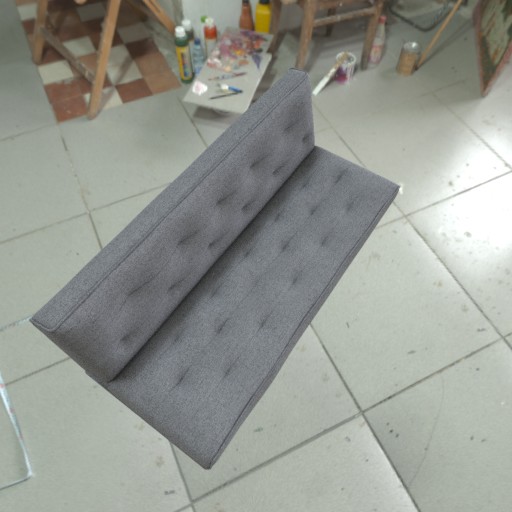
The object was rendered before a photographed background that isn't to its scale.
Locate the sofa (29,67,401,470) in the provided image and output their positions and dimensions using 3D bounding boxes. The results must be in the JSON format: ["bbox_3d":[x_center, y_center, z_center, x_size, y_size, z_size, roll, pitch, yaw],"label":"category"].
[{"bbox_3d":[0.000,0.000,2.238,0.810,0.830,1.820,31,63,17],"label":"sofa"}]
